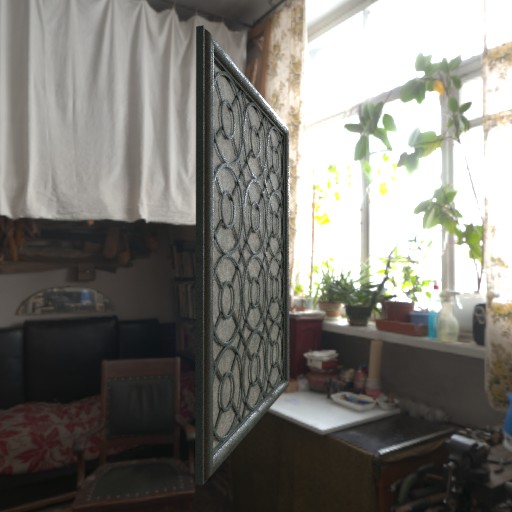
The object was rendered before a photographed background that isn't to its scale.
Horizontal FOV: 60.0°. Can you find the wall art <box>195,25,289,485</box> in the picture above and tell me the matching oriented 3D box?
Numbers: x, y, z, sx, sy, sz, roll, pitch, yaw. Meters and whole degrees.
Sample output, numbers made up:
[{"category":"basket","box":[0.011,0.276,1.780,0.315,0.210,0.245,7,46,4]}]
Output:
[{"category":"wall art","box":[0.000,0.000,1.313,0.030,0.983,0.767,0,-1,18]}]
